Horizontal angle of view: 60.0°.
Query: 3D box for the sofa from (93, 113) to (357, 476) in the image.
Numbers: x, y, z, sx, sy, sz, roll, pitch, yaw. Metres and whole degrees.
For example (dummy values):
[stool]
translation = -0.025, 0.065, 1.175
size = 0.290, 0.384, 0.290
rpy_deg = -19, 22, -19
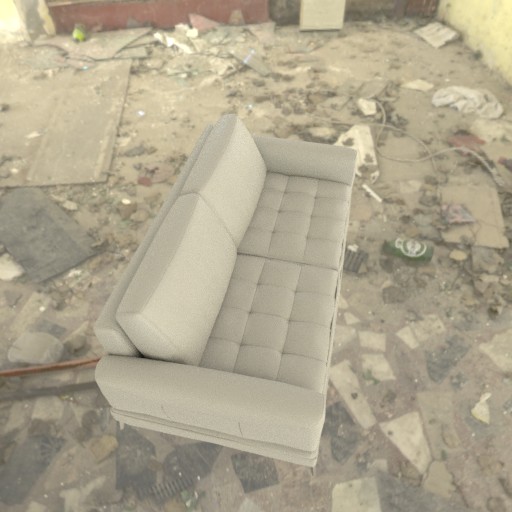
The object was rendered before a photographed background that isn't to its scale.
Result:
[sofa]
translation = 0.000, 0.000, 2.758
size = 1.121, 0.930, 2.177
rpy_deg = 10, 48, 9
